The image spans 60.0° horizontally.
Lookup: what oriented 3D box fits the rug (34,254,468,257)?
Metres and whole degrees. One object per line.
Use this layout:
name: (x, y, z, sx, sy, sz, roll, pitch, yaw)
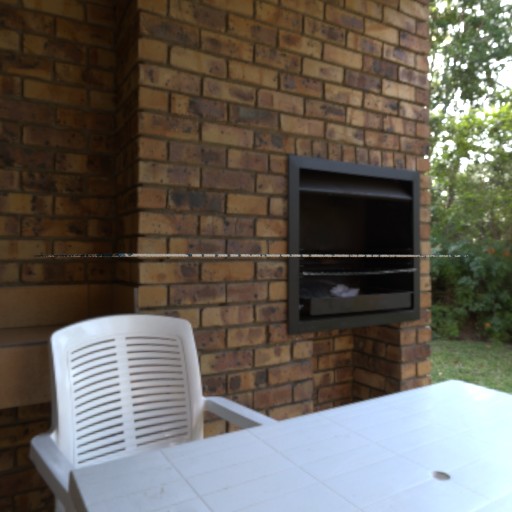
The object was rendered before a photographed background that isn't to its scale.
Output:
rug: (0.000, 0.000, 2.237, 1.828, 0.007, 1.220, 0, 0, -36)
